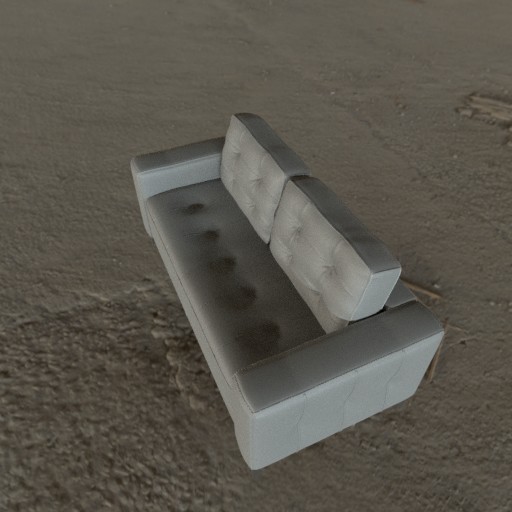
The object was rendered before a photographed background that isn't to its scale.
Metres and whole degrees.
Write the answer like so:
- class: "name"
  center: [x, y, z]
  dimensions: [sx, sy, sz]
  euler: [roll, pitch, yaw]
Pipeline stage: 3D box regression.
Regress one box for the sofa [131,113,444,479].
- class: "sofa"
  center: [0.000, 0.000, 2.224]
  dimensions: [0.833, 0.893, 1.726]
  euler: [-18, 47, -17]
